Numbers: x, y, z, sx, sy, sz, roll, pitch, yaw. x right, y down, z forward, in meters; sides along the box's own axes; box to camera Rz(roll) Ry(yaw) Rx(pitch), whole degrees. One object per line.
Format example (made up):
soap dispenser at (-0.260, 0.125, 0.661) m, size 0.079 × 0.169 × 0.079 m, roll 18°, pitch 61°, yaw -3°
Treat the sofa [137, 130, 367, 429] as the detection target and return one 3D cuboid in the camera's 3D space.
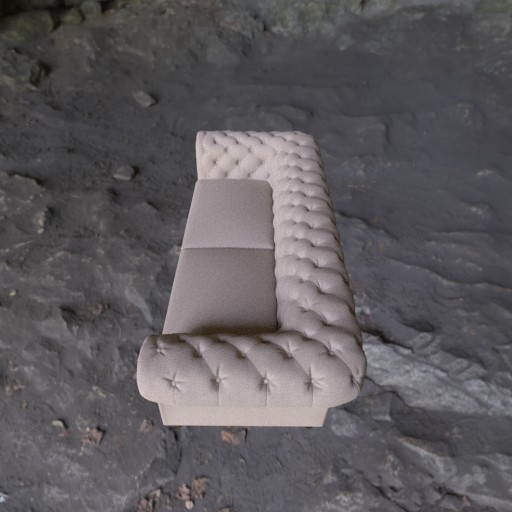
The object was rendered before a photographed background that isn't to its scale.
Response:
sofa at (0.000, 0.000, 3.159) m, size 1.076 × 0.847 × 2.694 m, roll 0°, pitch 39°, yaw 0°
